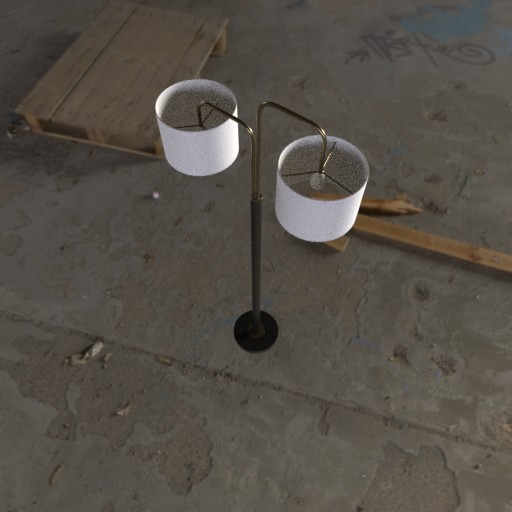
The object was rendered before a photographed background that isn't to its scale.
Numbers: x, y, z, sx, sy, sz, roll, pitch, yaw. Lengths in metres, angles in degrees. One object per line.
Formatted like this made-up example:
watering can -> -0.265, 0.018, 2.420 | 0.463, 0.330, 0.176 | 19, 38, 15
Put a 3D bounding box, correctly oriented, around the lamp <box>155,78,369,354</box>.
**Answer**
lamp -> 0.000, 0.000, 1.856 | 0.711, 1.587, 0.254 | 31, 62, 18
